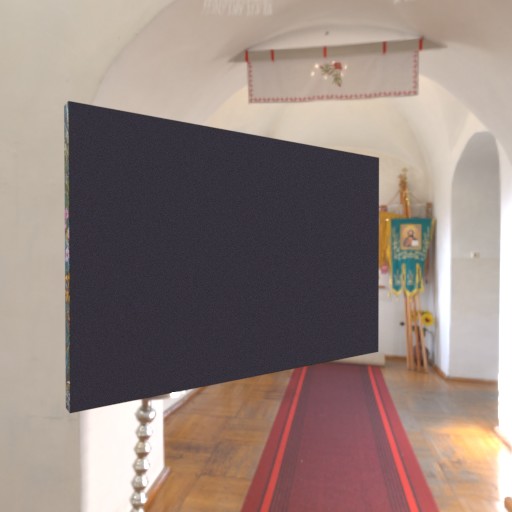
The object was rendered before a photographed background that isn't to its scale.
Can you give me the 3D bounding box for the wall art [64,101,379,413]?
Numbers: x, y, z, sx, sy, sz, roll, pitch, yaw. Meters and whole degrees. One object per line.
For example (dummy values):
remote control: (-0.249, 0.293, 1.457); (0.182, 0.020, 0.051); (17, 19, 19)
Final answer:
wall art: (0.000, 0.000, 1.132); (0.908, 0.604, 0.037); (-1, 1, -35)
